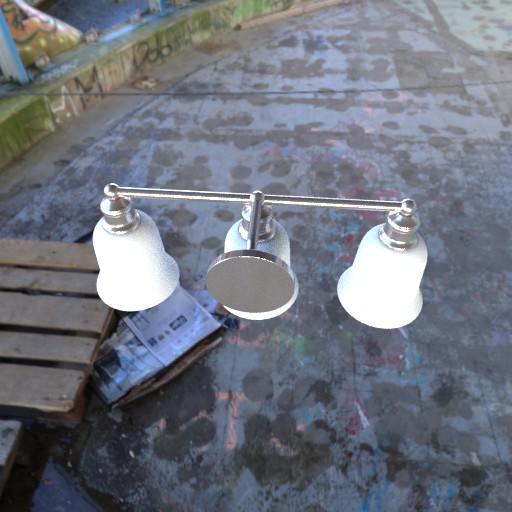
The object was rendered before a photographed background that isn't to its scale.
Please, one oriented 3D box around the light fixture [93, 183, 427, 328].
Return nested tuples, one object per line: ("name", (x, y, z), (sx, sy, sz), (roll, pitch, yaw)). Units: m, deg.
("light fixture", (0.000, 0.000, 0.685), (0.570, 0.211, 0.198), (3, 47, 3))
